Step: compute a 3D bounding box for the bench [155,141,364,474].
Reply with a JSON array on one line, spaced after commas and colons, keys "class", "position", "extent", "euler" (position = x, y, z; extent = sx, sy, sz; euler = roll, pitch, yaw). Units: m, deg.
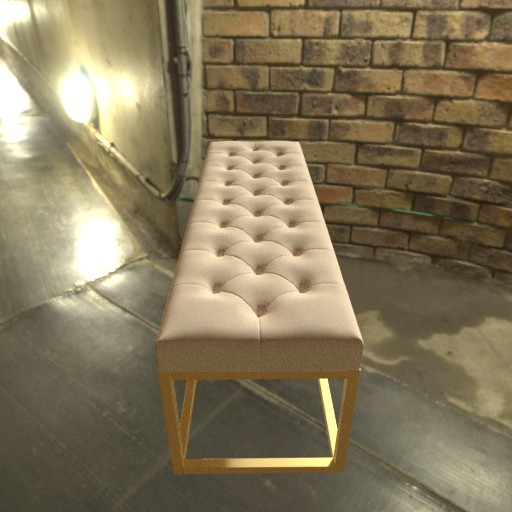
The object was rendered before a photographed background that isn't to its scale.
[{"class": "bench", "position": [0.000, 0.000, 1.696], "extent": [0.457, 0.484, 1.473], "euler": [0, 31, -1]}]
